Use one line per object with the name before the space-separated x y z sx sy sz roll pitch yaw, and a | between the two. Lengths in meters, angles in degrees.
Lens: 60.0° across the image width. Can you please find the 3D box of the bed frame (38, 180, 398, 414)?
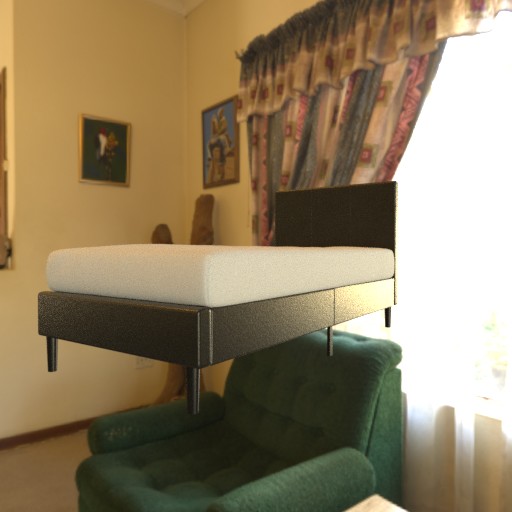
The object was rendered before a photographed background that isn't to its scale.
bed frame | 0.000 0.000 2.483 1.038 1.046 2.152 1 1 35
